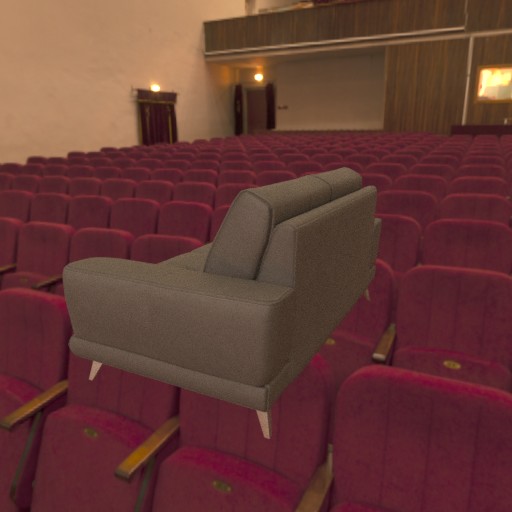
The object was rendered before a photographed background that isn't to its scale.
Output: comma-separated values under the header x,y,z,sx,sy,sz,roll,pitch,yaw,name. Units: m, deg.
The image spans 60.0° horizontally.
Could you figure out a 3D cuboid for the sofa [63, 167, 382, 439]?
x,y,z,sx,sy,sz,roll,pitch,yaw,name
0.000,0.000,2.446,1.018,0.907,1.806,8,17,26,sofa
